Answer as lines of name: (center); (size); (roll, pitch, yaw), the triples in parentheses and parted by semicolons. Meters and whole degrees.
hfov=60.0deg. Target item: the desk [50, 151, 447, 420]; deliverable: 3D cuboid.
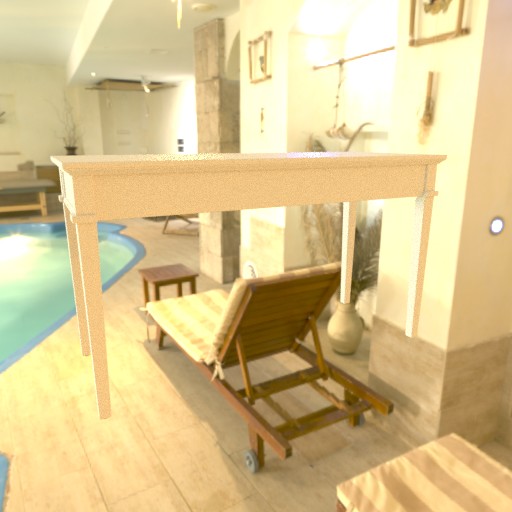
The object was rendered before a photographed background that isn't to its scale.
desk: (0.000, 0.000, 1.747); (1.372, 0.774, 0.559); (-7, 16, -26)
